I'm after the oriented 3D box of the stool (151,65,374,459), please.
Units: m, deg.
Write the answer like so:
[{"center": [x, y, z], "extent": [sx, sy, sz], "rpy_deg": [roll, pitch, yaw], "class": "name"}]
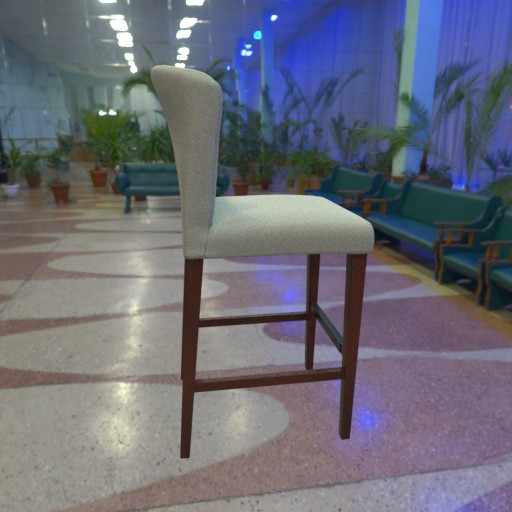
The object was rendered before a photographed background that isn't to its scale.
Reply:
[{"center": [0.000, 0.000, 1.372], "extent": [0.568, 1.069, 0.479], "rpy_deg": [-3, 17, -9], "class": "stool"}]
